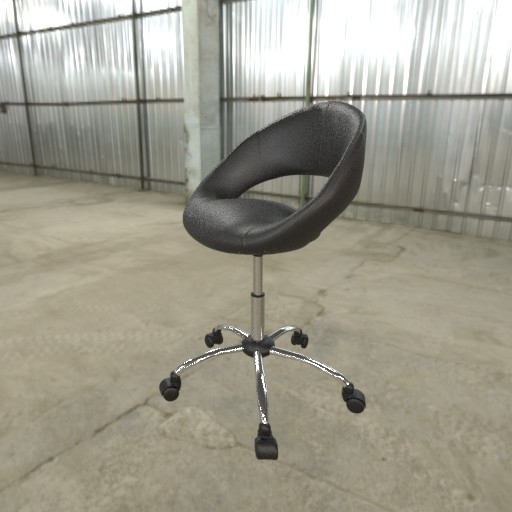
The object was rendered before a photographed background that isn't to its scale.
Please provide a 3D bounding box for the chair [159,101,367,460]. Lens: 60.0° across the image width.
[{"bbox_3d":[0.000,0.000,1.187,0.538,0.791,0.612,-9,19,-26],"label":"chair"}]
